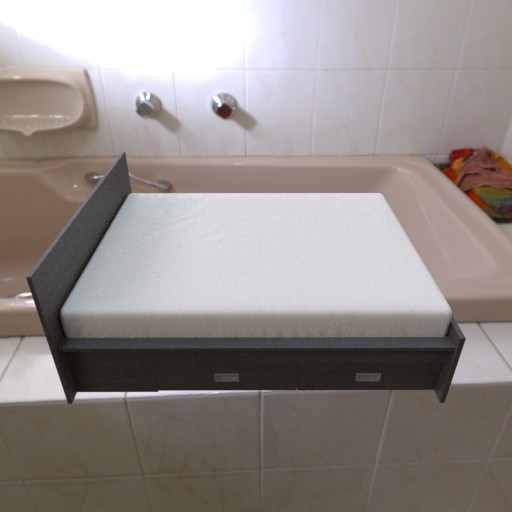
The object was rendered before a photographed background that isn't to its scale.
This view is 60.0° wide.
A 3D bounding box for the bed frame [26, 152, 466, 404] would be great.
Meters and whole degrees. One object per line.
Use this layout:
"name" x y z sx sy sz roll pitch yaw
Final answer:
"bed frame" 0.000 0.000 2.785 1.960 0.800 1.622 0 32 0
